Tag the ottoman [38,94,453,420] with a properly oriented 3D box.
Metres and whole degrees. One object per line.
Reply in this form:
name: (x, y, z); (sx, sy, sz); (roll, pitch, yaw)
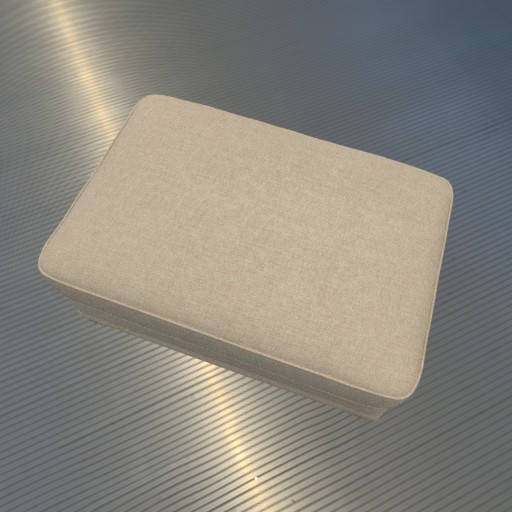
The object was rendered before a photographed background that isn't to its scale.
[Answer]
ottoman: (0.000, 0.000, 1.120); (0.813, 0.458, 0.559); (17, 65, 9)
